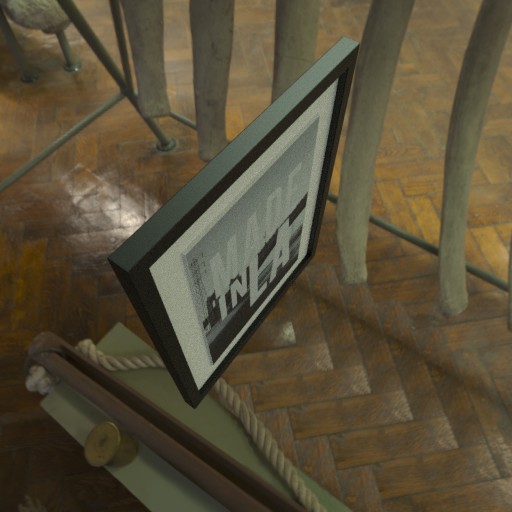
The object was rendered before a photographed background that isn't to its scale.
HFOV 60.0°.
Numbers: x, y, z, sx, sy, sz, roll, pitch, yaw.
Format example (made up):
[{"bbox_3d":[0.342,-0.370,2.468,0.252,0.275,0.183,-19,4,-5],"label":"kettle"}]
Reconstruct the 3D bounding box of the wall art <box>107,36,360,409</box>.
[{"bbox_3d":[0.000,0.000,0.762,0.028,0.559,0.457,32,63,18],"label":"wall art"}]
